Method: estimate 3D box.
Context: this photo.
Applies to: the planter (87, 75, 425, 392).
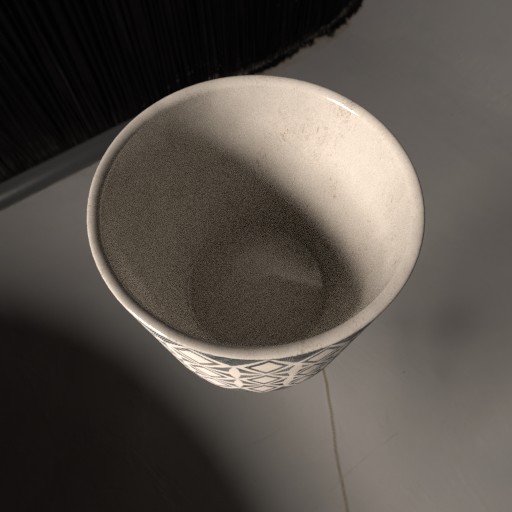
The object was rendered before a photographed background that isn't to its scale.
[{"bbox_3d":[0.000,0.000,0.442,0.260,0.220,0.260,0,63,0],"label":"planter"}]
